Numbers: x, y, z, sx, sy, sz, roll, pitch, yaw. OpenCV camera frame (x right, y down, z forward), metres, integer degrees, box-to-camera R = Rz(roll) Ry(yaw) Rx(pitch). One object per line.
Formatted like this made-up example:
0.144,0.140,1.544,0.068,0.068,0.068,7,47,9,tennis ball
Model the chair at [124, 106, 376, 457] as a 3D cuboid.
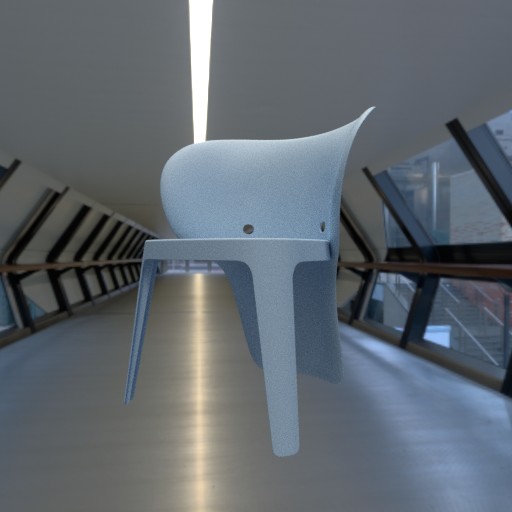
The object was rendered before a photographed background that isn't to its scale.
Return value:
0.000,0.000,0.860,0.451,0.554,0.402,1,1,37,chair
